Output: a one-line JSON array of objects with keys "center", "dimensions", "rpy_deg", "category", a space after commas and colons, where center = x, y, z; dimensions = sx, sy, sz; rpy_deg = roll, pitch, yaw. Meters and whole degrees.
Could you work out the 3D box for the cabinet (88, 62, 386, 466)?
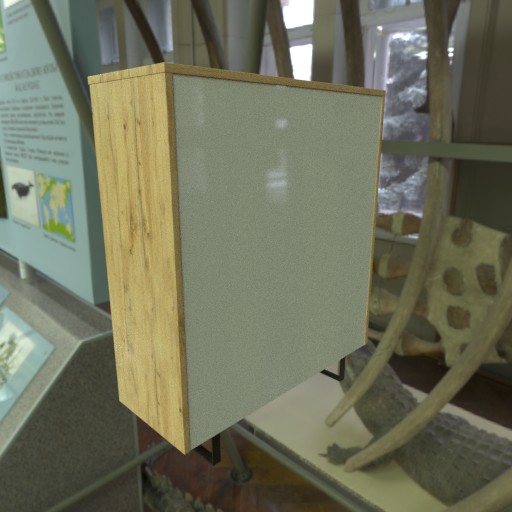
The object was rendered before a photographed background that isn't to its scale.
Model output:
[{"center": [0.000, 0.000, 1.929], "dimensions": [0.473, 1.397, 1.168], "rpy_deg": [15, 22, 43], "category": "cabinet"}]
